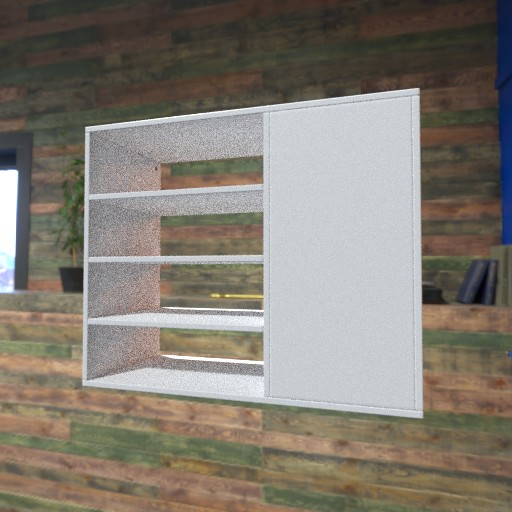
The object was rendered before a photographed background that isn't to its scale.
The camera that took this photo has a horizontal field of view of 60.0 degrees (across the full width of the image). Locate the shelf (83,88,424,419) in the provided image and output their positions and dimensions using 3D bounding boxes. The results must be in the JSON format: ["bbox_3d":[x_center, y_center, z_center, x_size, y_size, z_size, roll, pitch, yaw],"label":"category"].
[{"bbox_3d":[0.000,0.000,1.303,0.895,0.732,0.396,-1,-2,18],"label":"shelf"}]
